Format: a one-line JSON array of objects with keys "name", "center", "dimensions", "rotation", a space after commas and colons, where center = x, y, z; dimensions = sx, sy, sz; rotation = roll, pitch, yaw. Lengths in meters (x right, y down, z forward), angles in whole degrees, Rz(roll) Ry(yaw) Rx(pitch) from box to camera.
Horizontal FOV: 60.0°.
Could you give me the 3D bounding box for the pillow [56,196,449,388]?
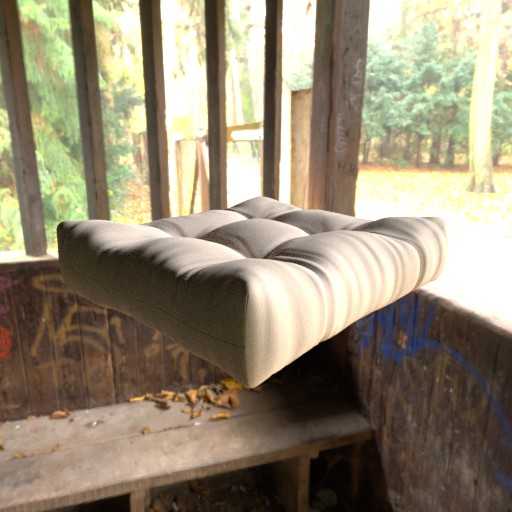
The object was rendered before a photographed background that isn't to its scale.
[{"name": "pillow", "center": [0.000, 0.000, 0.734], "dimensions": [0.468, 0.128, 0.490], "rotation": [14, 21, 42]}]
